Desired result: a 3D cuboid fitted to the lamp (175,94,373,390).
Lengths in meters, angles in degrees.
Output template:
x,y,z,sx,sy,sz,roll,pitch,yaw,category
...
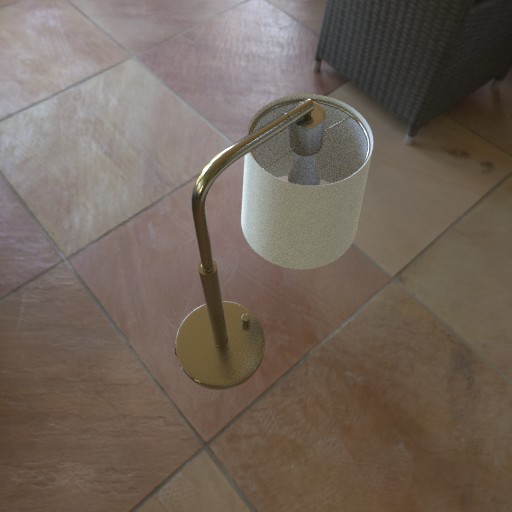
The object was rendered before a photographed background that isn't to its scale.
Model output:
x,y,z,sx,sy,sz,roll,pitch,yaw,category
0.000,0.000,0.653,0.333,0.489,0.171,-34,64,-19,lamp
